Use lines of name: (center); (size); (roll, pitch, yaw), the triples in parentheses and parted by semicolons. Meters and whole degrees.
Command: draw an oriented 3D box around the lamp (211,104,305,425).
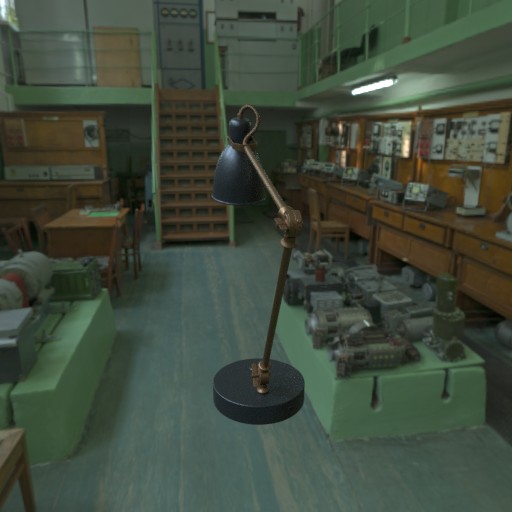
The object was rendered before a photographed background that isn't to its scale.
lamp: (0.000, 0.000, 0.869); (0.187, 0.587, 0.561); (-3, 15, -10)
